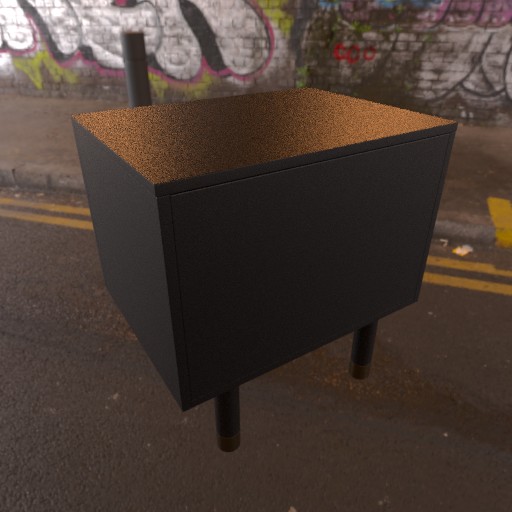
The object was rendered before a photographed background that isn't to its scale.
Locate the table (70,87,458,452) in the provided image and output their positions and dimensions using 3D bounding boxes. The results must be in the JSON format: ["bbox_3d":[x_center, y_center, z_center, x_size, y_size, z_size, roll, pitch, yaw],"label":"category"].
[{"bbox_3d":[0.000,0.000,0.955,0.564,0.584,0.441,-18,35,-28],"label":"table"}]
